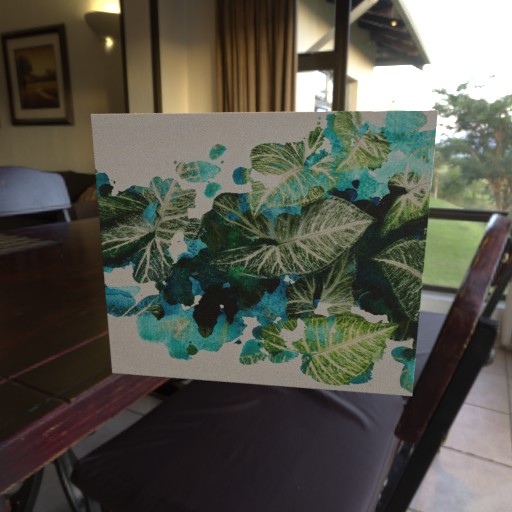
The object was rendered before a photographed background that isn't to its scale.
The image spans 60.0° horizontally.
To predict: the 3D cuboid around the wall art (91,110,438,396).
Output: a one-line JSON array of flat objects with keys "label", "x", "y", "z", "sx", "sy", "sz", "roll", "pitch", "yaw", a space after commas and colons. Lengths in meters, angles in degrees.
[{"label": "wall art", "x": 0.000, "y": 0.000, "z": 0.990, "sx": 0.711, "sy": 0.610, "sz": 0.043, "roll": 2, "pitch": 14, "yaw": 8}]
